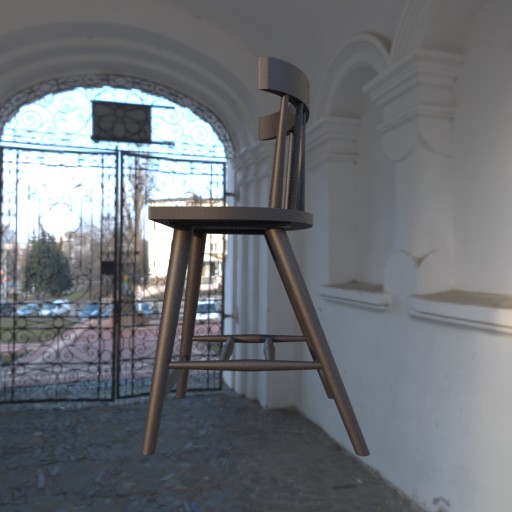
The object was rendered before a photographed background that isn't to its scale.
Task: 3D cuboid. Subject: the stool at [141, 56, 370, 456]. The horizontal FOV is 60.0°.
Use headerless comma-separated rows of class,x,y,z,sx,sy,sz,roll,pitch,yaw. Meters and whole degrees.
stool,0.000,0.000,1.286,0.549,0.953,0.494,0,-1,1
